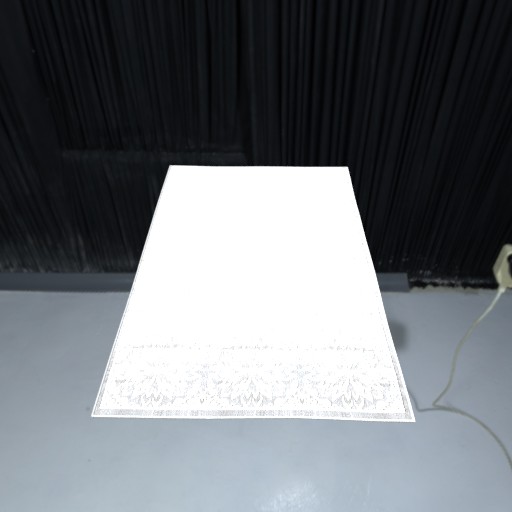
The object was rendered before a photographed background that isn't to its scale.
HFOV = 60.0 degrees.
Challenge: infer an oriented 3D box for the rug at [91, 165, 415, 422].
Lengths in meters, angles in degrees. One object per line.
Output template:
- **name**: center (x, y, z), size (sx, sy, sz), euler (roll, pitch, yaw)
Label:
- **rug**: center (0.000, 0.000, 3.500), size (1.819, 0.018, 2.746), euler (1, 42, 1)
